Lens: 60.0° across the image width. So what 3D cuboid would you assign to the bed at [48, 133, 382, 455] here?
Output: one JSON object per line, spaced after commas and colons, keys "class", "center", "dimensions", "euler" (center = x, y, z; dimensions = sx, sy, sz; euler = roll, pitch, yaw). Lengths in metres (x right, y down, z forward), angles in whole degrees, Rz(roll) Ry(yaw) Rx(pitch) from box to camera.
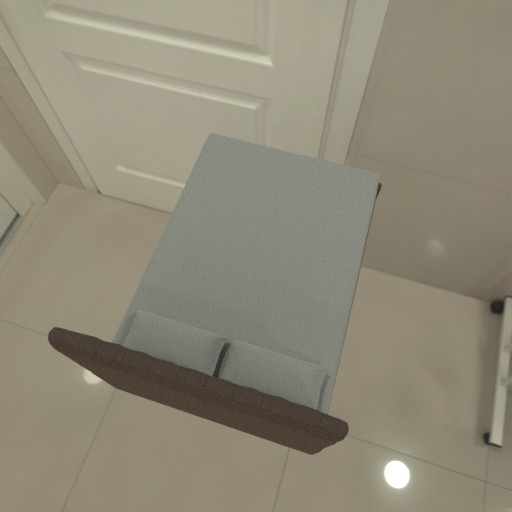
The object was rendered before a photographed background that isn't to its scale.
{"class": "bed", "center": [0.000, 0.000, 3.430], "dimensions": [1.698, 1.427, 2.387], "euler": [16, 65, 8]}
